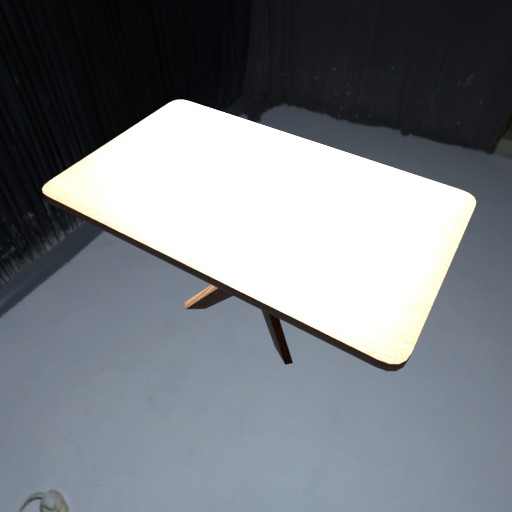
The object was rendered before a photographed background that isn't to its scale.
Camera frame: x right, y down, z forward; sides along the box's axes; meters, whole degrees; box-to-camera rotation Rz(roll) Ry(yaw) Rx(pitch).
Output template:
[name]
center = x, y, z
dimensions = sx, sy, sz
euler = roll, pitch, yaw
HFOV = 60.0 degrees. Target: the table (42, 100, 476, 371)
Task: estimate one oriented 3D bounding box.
[table]
center = 0.000, 0.000, 2.135
dimensions = 1.600, 0.770, 0.950
euler = 24, 51, 21
